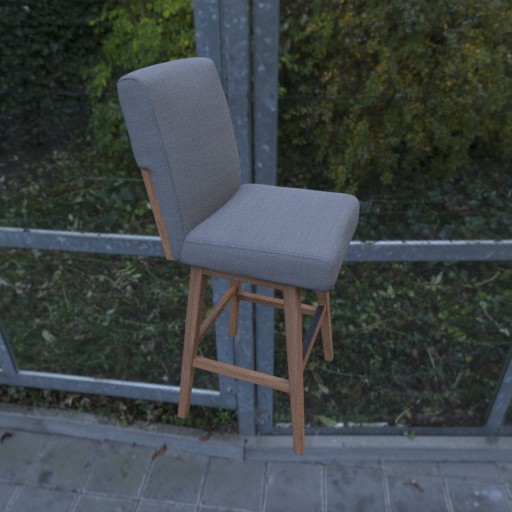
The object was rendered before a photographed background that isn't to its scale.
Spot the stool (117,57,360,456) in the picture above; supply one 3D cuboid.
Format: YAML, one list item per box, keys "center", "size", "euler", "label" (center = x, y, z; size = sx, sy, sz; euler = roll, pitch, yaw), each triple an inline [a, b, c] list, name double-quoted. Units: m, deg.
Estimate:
- center: [0.000, 0.000, 1.399]
  size: [0.570, 1.112, 0.483]
  euler: [10, 32, 17]
  label: "stool"
